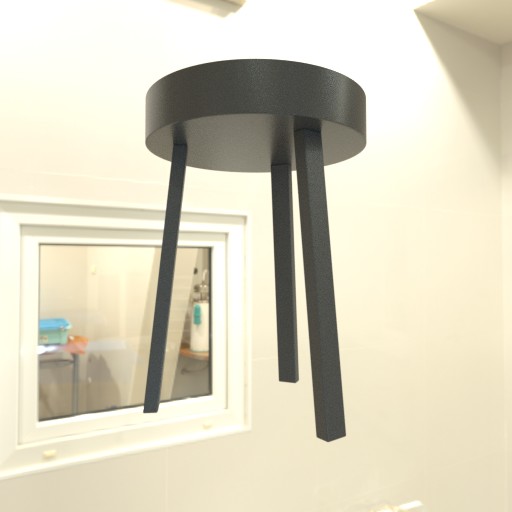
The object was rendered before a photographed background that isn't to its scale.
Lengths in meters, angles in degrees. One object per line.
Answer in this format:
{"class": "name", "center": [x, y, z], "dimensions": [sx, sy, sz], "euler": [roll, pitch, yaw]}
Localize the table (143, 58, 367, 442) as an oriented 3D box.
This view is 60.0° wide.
{"class": "table", "center": [0.000, 0.000, 0.834], "dimensions": [0.406, 0.559, 0.406], "euler": [0, -1, 0]}
